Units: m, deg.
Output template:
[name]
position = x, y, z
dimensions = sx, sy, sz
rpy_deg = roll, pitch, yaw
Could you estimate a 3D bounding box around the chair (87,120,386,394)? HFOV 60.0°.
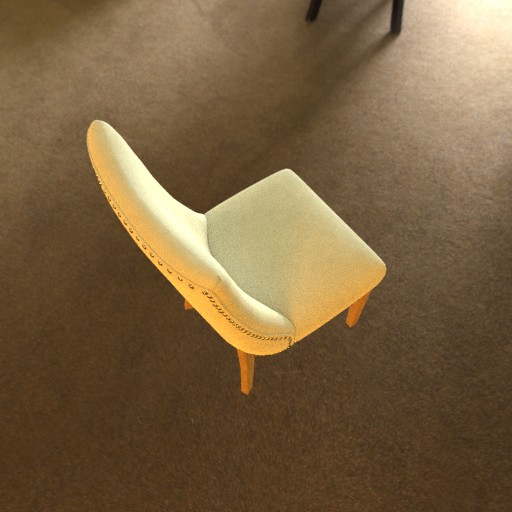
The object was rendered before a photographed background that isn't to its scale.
[chair]
position = 0.000, 0.000, 1.255
dimensions = 0.610, 0.902, 0.495
rpy_deg = -31, 63, -18
